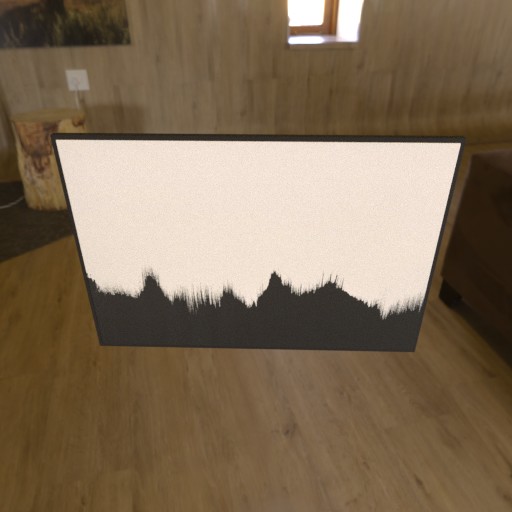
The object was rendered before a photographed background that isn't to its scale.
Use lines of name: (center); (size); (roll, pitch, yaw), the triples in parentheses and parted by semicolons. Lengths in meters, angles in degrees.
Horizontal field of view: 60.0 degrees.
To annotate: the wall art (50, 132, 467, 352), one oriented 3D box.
wall art: (0.000, 0.000, 1.479); (1.190, 0.805, 0.028); (1, 31, 1)
